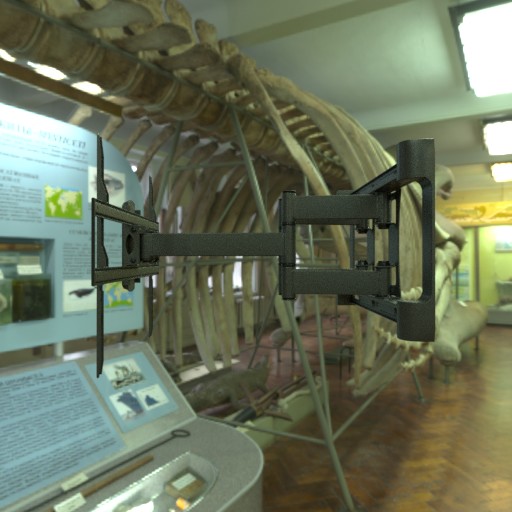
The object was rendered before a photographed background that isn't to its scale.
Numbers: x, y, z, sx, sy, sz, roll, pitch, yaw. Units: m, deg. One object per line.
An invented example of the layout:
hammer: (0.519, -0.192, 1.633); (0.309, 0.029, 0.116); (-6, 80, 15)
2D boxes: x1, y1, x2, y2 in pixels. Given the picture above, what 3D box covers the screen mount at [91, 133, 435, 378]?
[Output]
screen mount: (0.000, 0.000, 0.963); (0.556, 0.424, 0.571); (0, 0, -1)
